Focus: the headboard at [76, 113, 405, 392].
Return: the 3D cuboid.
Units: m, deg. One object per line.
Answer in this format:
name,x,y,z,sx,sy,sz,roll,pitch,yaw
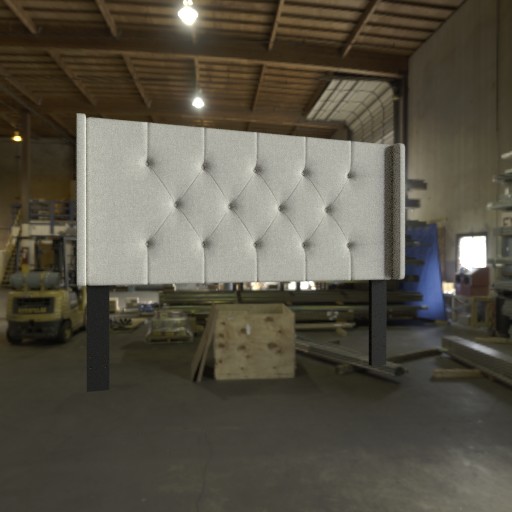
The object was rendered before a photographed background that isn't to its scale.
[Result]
headboard,0.000,0.000,2.739,2.051,1.524,0.184,0,0,-18
